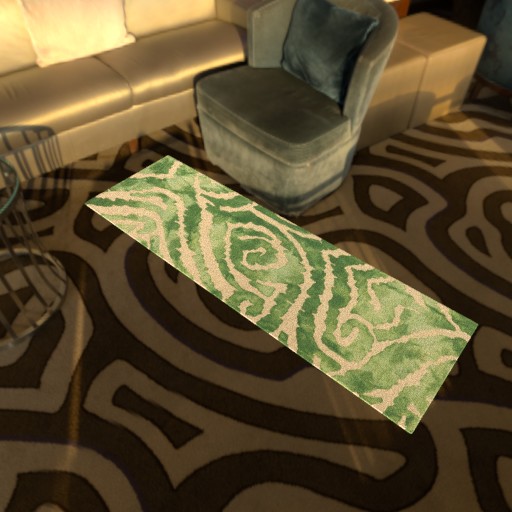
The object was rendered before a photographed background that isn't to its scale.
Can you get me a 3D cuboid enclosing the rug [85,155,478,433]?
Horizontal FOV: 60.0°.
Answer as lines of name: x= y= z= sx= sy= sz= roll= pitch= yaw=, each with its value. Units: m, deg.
rug: x=0.000 y=0.000 z=2.689 sx=2.438 sy=0.006 sz=0.761 roll=32 pitch=54 yaw=27
